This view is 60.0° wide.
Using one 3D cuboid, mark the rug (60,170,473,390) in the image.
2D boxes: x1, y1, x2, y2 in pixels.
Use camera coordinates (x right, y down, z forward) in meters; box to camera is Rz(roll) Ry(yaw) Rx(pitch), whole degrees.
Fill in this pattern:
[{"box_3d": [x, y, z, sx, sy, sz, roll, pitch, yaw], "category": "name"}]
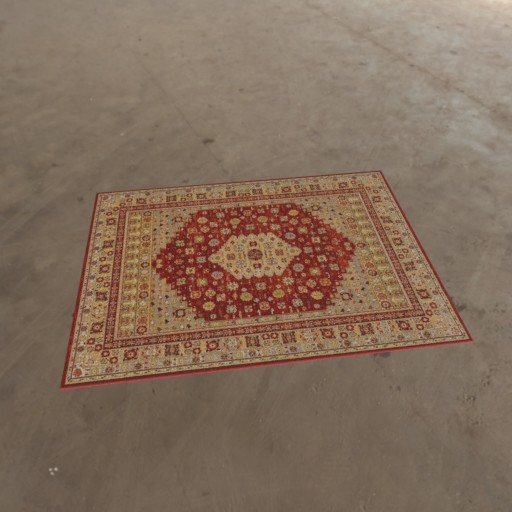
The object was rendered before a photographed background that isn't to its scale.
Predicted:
[{"box_3d": [0.000, 0.000, 2.887, 2.211, 0.013, 1.593, -5, 47, -5], "category": "rug"}]
